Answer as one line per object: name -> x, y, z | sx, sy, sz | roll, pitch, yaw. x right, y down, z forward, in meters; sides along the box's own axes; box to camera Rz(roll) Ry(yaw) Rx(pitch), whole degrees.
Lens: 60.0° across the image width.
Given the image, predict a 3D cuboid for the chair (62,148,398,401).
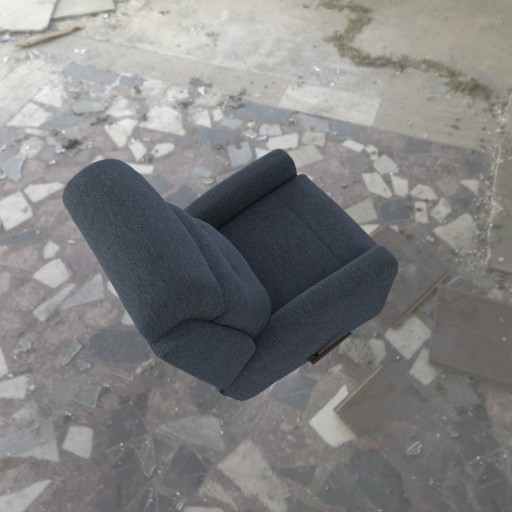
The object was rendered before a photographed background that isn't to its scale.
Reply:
chair -> 0.000, 0.000, 1.712 | 1.043, 1.013, 0.798 | -30, 61, -18
